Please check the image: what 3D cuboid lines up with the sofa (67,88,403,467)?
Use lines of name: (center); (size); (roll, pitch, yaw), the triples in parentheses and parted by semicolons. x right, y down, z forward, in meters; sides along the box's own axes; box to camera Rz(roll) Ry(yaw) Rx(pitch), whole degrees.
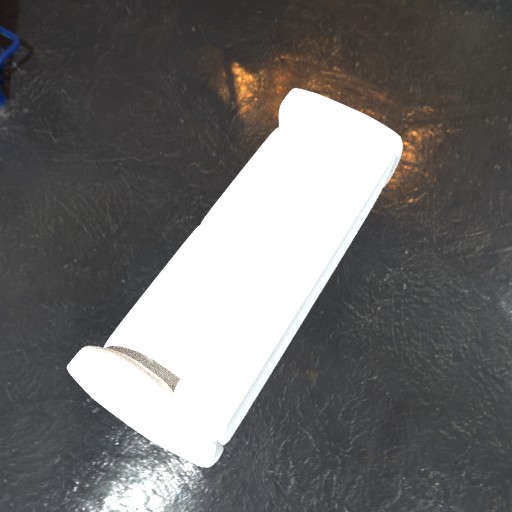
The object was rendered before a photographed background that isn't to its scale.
sofa: (0.000, 0.000, 2.647); (0.870, 0.780, 2.280); (30, 68, 13)
